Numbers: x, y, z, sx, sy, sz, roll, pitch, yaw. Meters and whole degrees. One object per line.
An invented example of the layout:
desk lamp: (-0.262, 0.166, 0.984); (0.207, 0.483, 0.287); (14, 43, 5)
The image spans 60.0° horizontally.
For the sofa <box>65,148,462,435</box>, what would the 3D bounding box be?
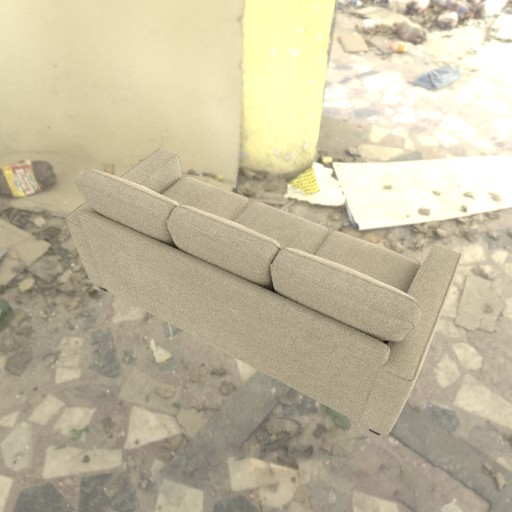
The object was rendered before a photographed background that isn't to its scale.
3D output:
sofa: (0.000, 0.000, 2.656); (2.133, 0.965, 0.939); (23, 50, 21)
